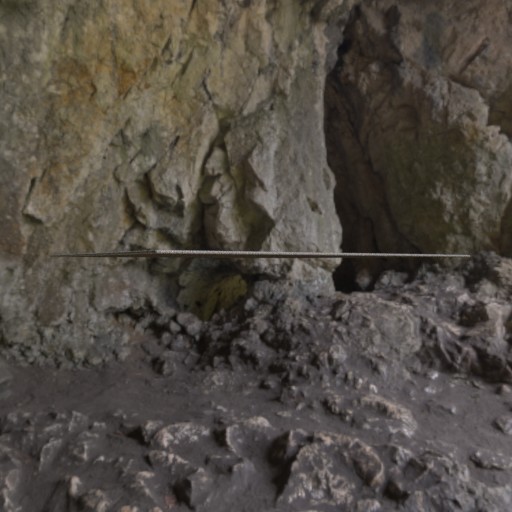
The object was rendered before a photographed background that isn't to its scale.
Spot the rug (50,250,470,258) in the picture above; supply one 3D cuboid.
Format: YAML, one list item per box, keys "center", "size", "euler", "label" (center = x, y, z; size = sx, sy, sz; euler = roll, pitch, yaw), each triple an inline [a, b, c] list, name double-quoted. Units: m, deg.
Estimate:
- center: [0.000, 0.000, 4.106]
  size: [3.050, 0.017, 2.441]
  euler: [0, -1, -36]
  label: "rug"
